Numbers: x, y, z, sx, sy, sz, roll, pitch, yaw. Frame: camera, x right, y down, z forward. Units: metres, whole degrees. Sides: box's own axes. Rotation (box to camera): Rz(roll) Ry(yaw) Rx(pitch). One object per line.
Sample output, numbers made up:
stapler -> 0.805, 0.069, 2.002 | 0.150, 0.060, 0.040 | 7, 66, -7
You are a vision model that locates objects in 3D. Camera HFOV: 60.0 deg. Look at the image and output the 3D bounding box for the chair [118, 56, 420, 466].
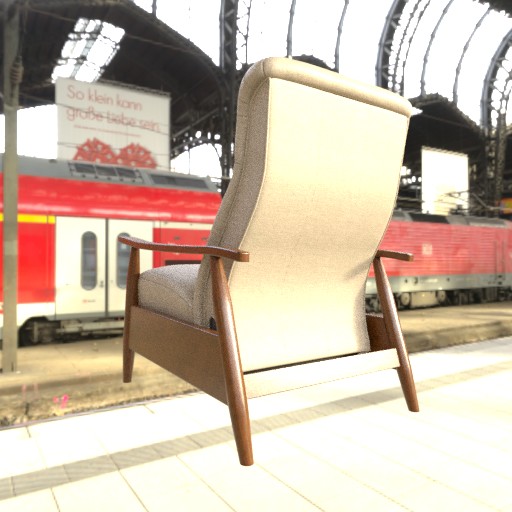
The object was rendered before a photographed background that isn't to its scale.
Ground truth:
chair -> 0.000, 0.000, 1.731 | 0.762, 1.082, 1.030 | 0, -1, -35
